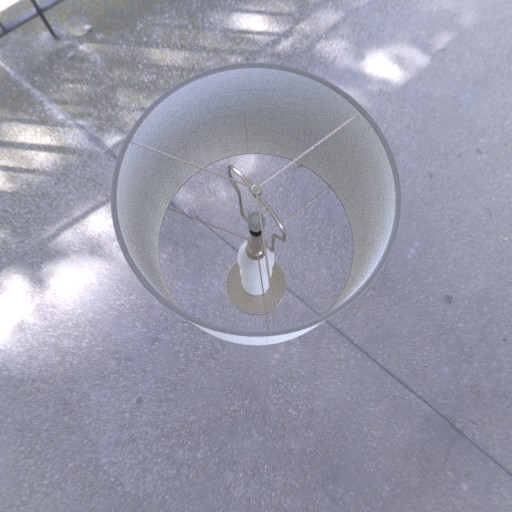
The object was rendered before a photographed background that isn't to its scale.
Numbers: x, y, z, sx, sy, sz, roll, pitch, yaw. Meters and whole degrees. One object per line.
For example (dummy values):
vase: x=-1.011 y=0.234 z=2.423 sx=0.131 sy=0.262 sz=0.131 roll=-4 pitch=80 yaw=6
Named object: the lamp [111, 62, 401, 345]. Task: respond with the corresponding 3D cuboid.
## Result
lamp: x=0.000 y=0.000 z=0.697 sx=0.280 sy=0.559 sz=0.282 roll=-37 pitch=79 yaw=-8
